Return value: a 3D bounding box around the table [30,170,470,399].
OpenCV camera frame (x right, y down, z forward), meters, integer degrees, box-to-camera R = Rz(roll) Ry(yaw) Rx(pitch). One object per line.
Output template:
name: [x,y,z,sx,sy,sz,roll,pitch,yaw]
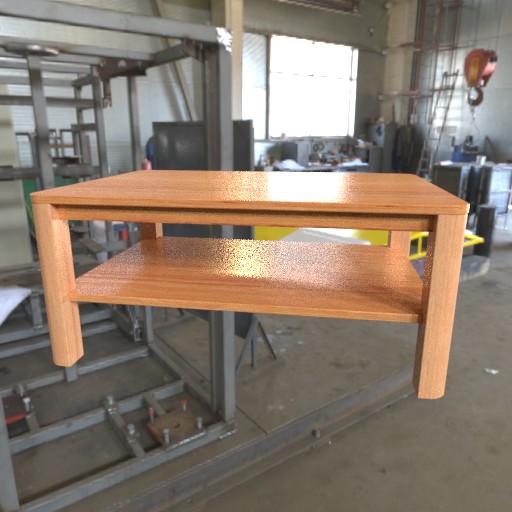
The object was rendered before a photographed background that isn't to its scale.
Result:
table: [0.000,0.000,1.349,0.997,0.445,0.696,3,16,9]
